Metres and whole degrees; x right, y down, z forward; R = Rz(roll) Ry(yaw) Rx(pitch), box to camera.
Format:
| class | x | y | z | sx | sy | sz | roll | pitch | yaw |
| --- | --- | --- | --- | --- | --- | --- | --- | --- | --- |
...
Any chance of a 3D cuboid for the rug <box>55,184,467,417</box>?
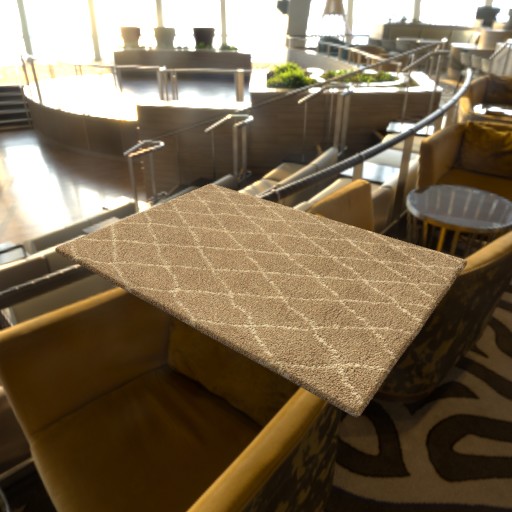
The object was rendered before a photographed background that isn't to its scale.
| class | x | y | z | sx | sy | sz | roll | pitch | yaw |
| --- | --- | --- | --- | --- | --- | --- | --- | --- | --- |
| rug | 0.000 | 0.000 | 2.303 | 1.778 | 0.030 | 1.219 | 21 | 36 | 32 |
